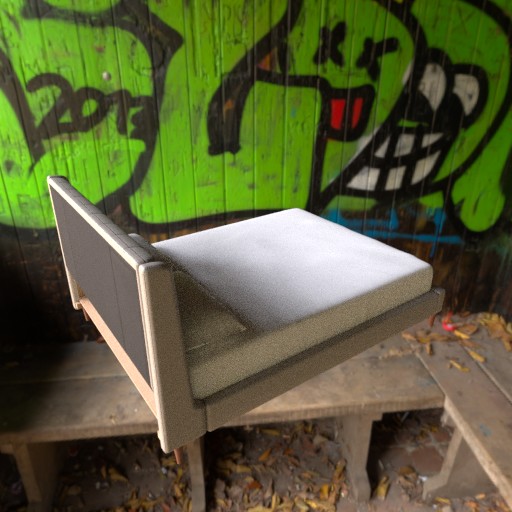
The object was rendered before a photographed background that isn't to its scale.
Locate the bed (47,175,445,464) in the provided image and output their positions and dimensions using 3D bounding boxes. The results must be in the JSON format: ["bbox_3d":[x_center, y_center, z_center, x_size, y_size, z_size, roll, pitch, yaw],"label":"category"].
[{"bbox_3d":[0.000,0.000,3.136,2.232,1.147,1.656,-17,31,-31],"label":"bed"}]
